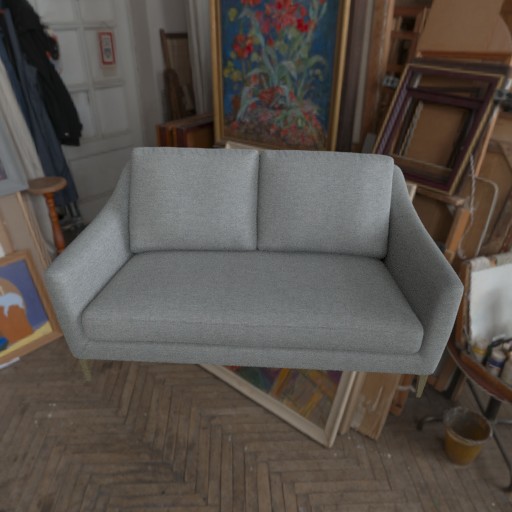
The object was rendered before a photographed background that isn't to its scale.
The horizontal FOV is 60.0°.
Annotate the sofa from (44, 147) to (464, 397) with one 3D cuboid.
[{"bbox_3d":[0.000,0.000,2.158,1.619,0.904,0.960,2,29,3],"label":"sofa"}]
